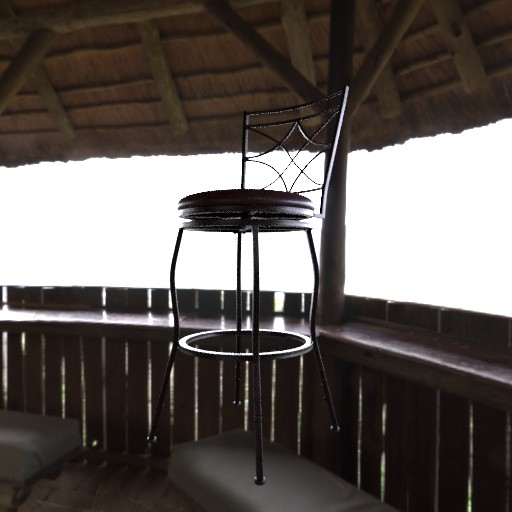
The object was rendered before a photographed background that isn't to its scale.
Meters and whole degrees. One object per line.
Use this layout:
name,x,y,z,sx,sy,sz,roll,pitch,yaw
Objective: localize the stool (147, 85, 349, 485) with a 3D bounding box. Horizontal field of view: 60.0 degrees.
stool,0.000,0.000,1.415,0.434,1.117,0.534,0,0,37
